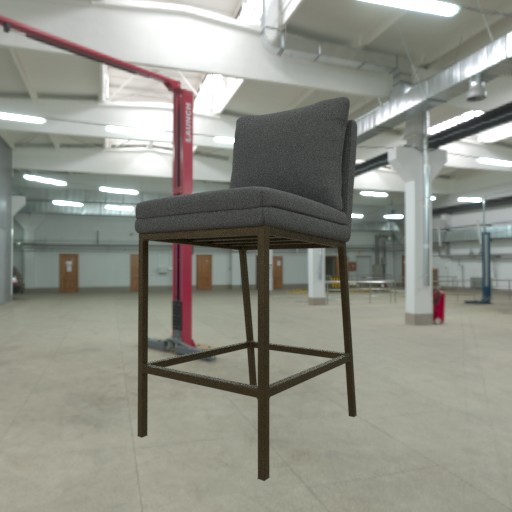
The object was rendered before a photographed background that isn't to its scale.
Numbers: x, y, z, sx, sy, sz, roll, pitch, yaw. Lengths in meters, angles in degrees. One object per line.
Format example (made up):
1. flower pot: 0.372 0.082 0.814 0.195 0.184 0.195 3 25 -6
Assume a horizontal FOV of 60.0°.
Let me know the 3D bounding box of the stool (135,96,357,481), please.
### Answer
1. stool: 0.000 0.000 1.357 0.463 1.030 0.569 -1 -2 36
